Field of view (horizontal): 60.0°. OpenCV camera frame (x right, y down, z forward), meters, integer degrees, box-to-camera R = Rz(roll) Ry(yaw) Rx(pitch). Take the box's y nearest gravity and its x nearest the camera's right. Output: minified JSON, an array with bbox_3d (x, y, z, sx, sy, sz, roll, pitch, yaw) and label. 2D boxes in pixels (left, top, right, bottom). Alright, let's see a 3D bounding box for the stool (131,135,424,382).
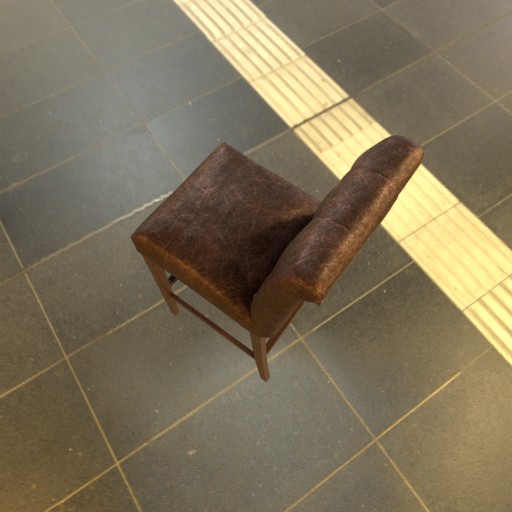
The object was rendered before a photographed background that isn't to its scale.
[{"bbox_3d":[0.000,0.000,1.522,0.659,1.168,0.483,33,68,15],"label":"stool"}]
